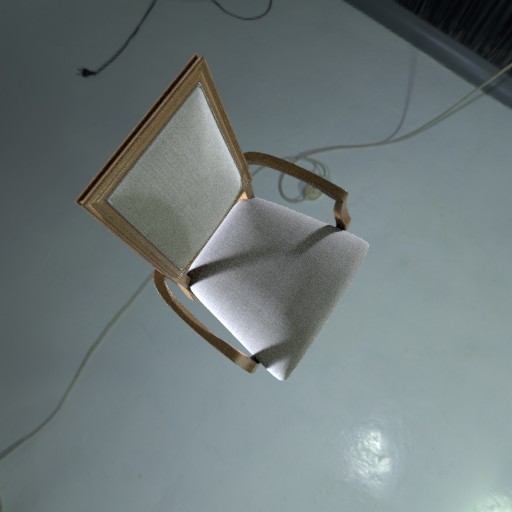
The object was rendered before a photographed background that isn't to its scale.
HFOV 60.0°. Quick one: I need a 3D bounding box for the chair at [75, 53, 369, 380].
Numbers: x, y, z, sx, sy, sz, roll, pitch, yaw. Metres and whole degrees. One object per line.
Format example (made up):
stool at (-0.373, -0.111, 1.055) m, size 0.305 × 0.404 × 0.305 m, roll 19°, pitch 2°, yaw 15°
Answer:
chair at (0.000, 0.000, 1.368) m, size 0.602 × 0.990 × 0.606 m, roll 33°, pitch 78°, yaw 8°
